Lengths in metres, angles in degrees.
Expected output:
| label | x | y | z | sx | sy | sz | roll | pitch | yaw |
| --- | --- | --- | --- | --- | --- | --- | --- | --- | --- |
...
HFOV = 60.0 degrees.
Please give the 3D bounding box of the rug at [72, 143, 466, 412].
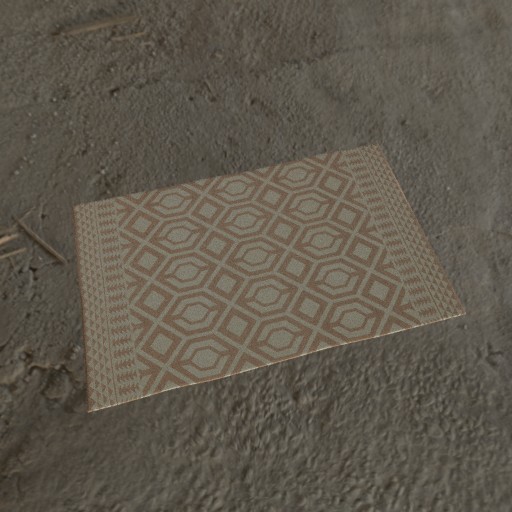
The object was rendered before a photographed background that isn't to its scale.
| label | x | y | z | sx | sy | sz | roll | pitch | yaw |
| --- | --- | --- | --- | --- | --- | --- | --- | --- | --- |
| rug | 0.000 | 0.000 | 3.095 | 2.435 | 0.011 | 1.526 | -13 | 62 | -7 |
